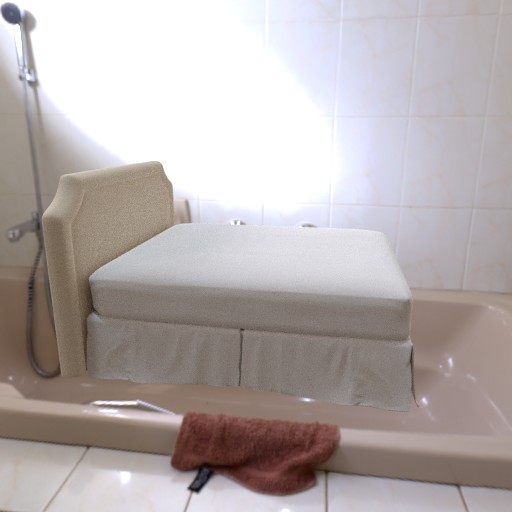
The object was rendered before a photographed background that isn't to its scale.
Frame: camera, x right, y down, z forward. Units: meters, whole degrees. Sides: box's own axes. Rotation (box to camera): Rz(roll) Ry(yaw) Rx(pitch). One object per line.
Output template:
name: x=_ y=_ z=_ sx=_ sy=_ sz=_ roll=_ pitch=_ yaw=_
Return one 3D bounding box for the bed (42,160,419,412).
bed: x=0.000 y=0.000 z=3.319 sx=2.209 sy=1.296 sz=1.827 roll=3 pitch=16 yaw=10
